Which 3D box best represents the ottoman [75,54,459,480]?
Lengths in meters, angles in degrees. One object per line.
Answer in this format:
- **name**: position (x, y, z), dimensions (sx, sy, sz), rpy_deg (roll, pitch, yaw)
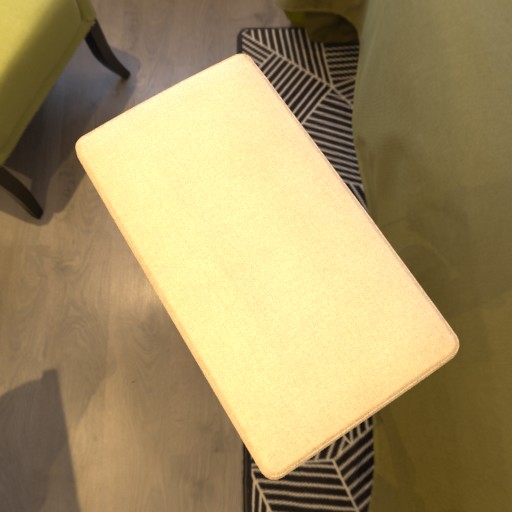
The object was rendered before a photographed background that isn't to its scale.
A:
- **ottoman**: position (0.000, 0.000, 1.387), dimensions (0.617, 0.448, 1.097), rpy_deg (-31, 77, -8)
